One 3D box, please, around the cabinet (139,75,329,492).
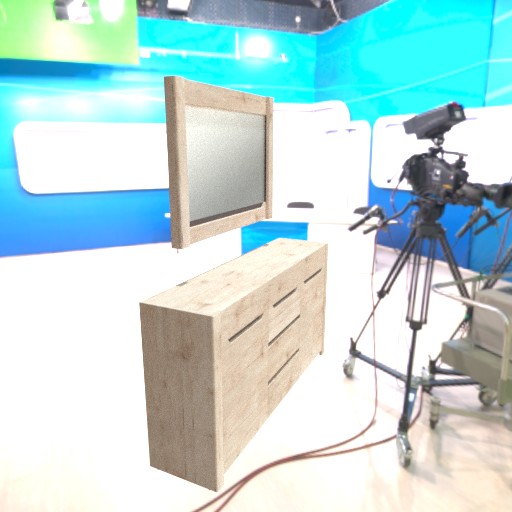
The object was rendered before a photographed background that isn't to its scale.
[{"bbox_3d":[0.000,0.000,2.766,0.420,1.981,1.700,7,16,25],"label":"cabinet"}]
